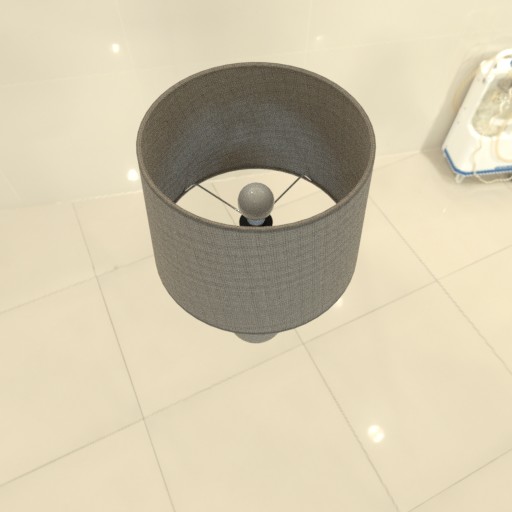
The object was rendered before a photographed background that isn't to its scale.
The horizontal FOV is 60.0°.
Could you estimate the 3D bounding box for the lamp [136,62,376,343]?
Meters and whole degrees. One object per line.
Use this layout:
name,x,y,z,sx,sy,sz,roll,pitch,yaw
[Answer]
lamp,0.000,0.000,0.851,0.367,0.609,0.367,0,57,0
